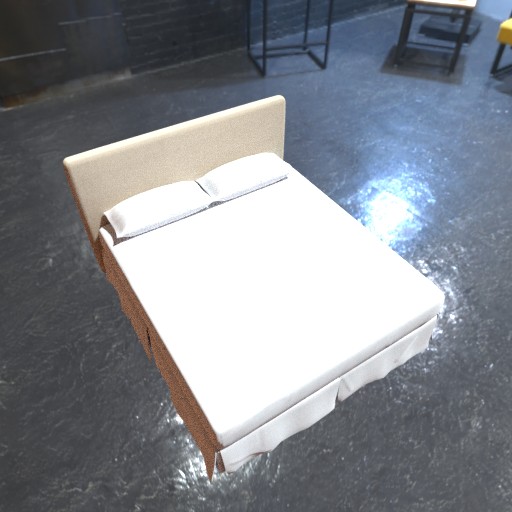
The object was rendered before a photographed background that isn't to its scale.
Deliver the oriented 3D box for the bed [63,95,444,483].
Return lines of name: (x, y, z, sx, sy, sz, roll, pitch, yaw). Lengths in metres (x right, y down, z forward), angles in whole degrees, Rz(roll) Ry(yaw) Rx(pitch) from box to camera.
bed: (0.000, 0.000, 3.550, 2.119, 1.317, 2.319, -24, 50, -22)
